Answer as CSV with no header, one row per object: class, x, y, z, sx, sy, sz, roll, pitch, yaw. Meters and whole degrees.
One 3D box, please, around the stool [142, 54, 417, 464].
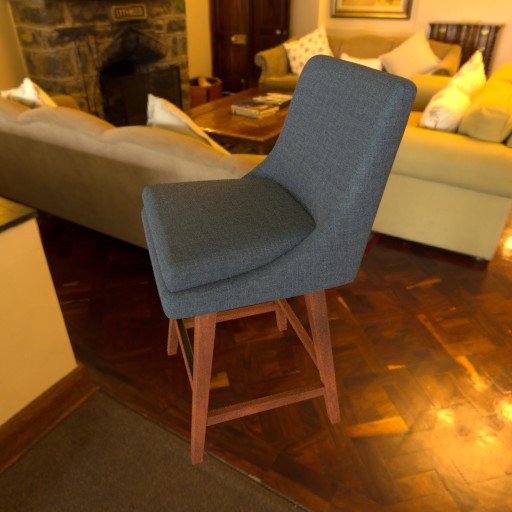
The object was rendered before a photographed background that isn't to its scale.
stool,0.000,0.000,1.138,0.524,0.895,0.467,-10,33,-15
